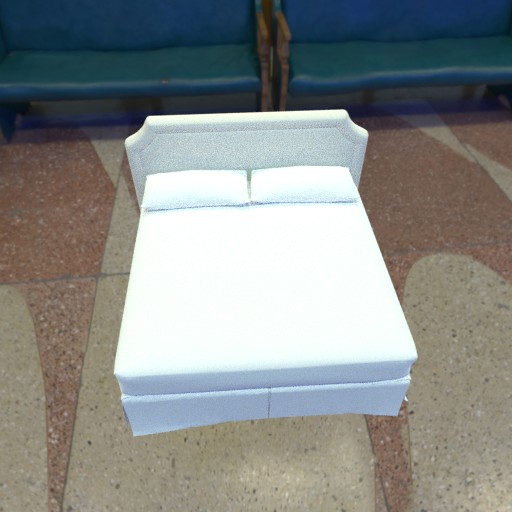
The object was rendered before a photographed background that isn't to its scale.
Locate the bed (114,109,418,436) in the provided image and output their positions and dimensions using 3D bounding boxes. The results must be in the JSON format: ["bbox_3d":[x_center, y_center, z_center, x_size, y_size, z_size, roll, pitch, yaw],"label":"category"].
[{"bbox_3d":[0.000,0.000,3.493,2.160,1.301,2.204,-3,46,-3],"label":"bed"}]
